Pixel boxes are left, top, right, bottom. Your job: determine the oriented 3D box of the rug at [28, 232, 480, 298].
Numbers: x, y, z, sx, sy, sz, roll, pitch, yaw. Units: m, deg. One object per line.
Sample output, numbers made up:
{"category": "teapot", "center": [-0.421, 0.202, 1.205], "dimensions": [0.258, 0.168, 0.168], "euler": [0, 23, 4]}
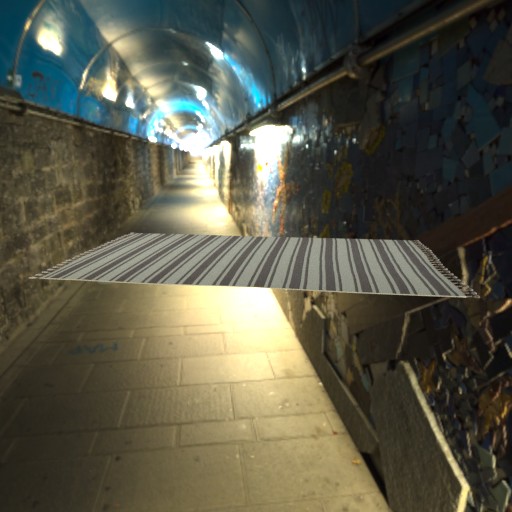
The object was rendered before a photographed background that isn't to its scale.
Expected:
{"category": "rug", "center": [0.000, 0.000, 2.592], "dimensions": [2.096, 0.011, 1.229], "euler": [2, 13, 8]}
